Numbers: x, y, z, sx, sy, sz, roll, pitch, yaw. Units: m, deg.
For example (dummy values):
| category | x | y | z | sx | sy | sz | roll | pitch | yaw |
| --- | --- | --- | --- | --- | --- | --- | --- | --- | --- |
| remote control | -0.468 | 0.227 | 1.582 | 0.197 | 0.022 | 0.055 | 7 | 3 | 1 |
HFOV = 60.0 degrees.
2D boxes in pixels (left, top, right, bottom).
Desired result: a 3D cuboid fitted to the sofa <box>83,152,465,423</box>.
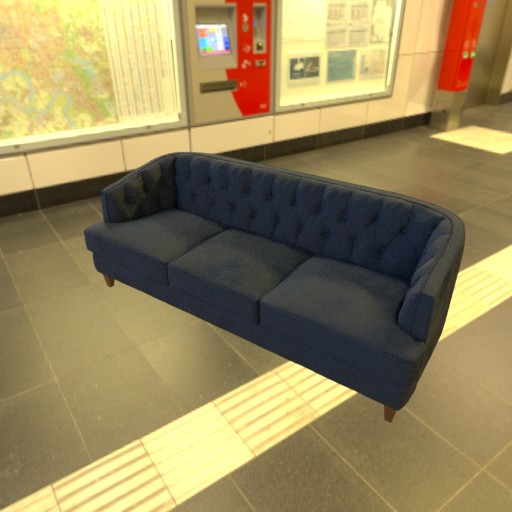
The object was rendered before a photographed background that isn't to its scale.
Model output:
| category | x | y | z | sx | sy | sz | roll | pitch | yaw |
| --- | --- | --- | --- | --- | --- | --- | --- | --- | --- |
| sofa | 0.000 | 0.000 | 2.768 | 2.278 | 0.855 | 0.941 | 19 | 34 | 30 |
